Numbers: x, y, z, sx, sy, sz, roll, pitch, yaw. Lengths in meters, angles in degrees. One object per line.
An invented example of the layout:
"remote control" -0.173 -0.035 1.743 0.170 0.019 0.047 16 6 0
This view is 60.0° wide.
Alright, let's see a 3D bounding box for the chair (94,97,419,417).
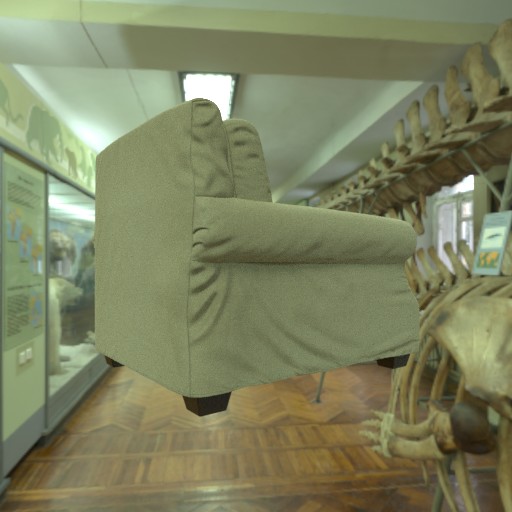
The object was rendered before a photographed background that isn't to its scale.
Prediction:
"chair" 0.000 0.000 1.761 1.066 0.866 0.940 0 0 -37
